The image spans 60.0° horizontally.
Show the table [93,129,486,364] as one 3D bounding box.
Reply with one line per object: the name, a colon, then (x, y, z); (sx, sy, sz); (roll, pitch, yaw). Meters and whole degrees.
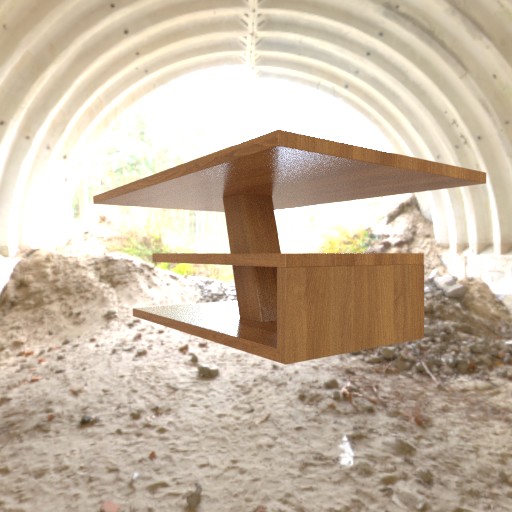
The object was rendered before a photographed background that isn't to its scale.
table: (0.000, 0.000, 1.407); (0.700, 0.442, 1.100); (0, 0, -36)
